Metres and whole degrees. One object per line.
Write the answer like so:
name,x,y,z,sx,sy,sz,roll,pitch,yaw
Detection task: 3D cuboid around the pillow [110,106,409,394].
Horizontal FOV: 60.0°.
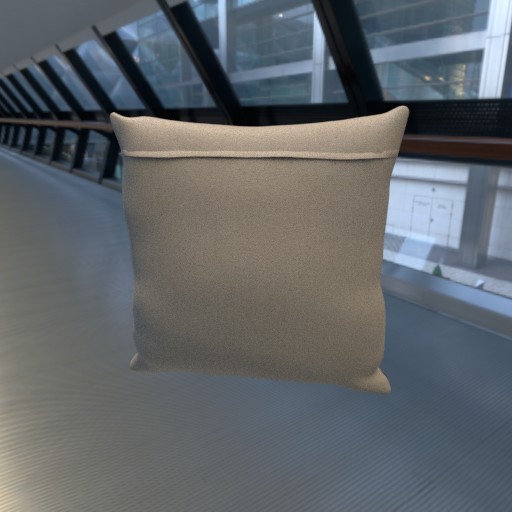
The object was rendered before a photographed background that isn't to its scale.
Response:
pillow,0.000,0.000,0.690,0.440,0.441,0.182,2,16,8
